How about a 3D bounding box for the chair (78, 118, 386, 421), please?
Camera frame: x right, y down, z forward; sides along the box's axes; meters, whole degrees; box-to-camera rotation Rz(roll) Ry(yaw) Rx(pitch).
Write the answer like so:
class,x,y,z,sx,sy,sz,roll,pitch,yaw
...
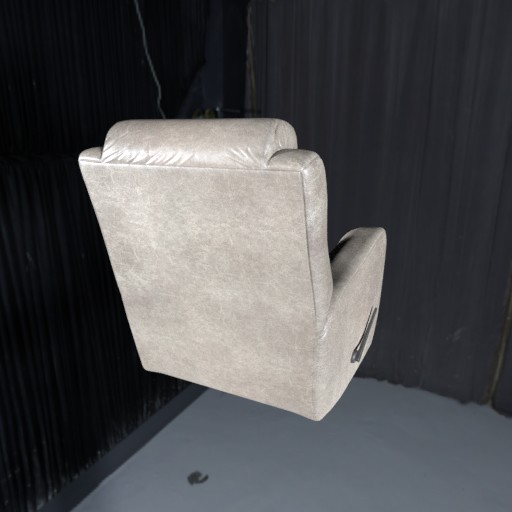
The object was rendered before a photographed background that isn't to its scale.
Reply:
class,x,y,z,sx,sy,sz,roll,pitch,yaw
chair,0.000,0.000,1.915,0.967,1.116,1.068,8,18,26
